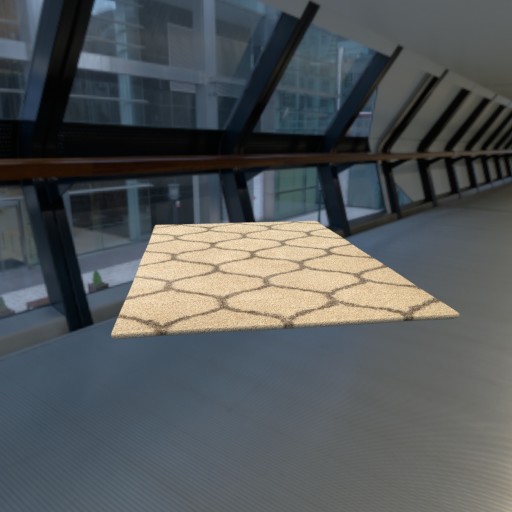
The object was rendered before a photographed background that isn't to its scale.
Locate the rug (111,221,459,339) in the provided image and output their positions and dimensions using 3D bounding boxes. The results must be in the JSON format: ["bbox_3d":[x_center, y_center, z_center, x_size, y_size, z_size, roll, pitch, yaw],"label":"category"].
[{"bbox_3d":[0.000,0.000,2.977,1.501,0.024,2.348,-2,15,-8],"label":"rug"}]
